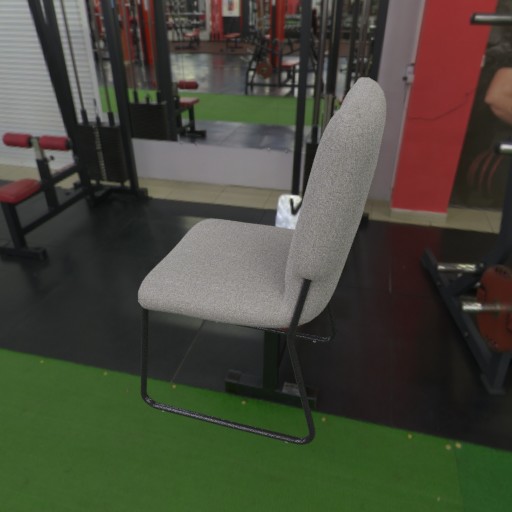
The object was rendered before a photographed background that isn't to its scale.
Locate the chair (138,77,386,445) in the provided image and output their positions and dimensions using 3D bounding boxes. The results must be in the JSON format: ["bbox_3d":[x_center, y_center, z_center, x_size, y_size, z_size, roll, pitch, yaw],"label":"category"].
[{"bbox_3d":[0.000,0.000,1.180,0.560,0.864,0.448,9,31,14],"label":"chair"}]
